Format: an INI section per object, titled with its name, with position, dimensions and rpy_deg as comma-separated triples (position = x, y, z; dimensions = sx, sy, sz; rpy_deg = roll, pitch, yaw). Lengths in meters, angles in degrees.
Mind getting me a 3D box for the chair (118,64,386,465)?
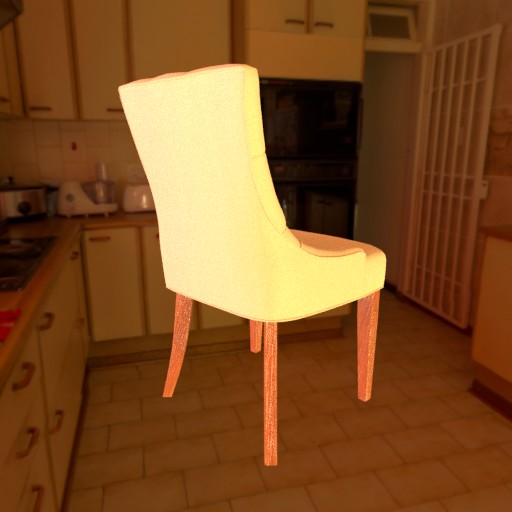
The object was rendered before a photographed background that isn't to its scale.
[chair]
position = 0.000, 0.000, 1.199
dimensions = 0.509, 0.874, 0.565
rpy_deg = 13, 19, 43
